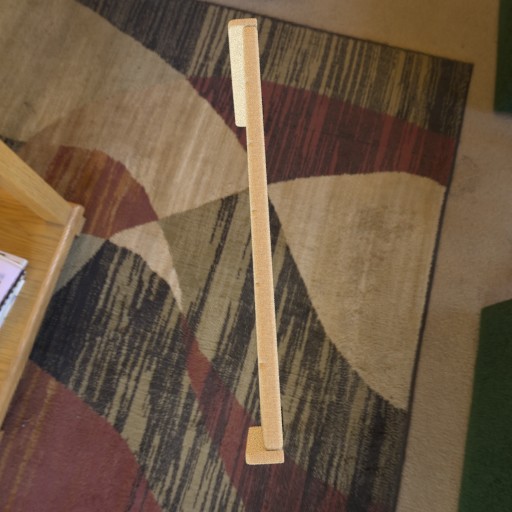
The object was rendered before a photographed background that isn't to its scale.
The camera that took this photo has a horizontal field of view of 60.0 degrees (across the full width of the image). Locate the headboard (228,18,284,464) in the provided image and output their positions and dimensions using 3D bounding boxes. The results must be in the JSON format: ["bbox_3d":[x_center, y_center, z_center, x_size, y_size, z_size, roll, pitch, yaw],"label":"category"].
[{"bbox_3d":[0.000,0.000,2.678,0.184,1.524,2.051,-3,75,-1],"label":"headboard"}]
